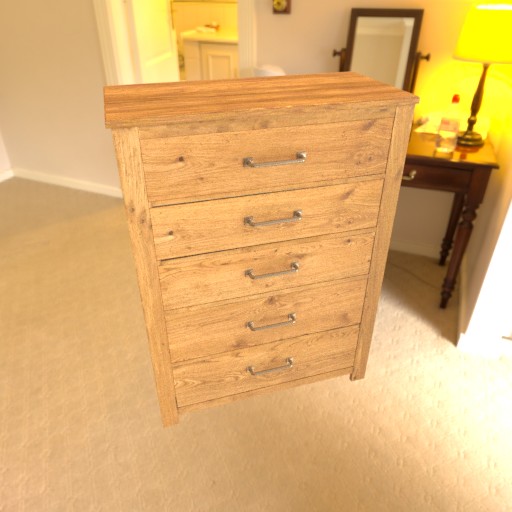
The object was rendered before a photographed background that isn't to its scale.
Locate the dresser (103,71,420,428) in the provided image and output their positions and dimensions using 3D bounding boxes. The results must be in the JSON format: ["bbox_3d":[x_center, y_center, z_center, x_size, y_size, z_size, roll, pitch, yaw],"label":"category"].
[{"bbox_3d":[0.000,0.000,2.017,1.081,1.431,0.558,-9,33,-14],"label":"dresser"}]
